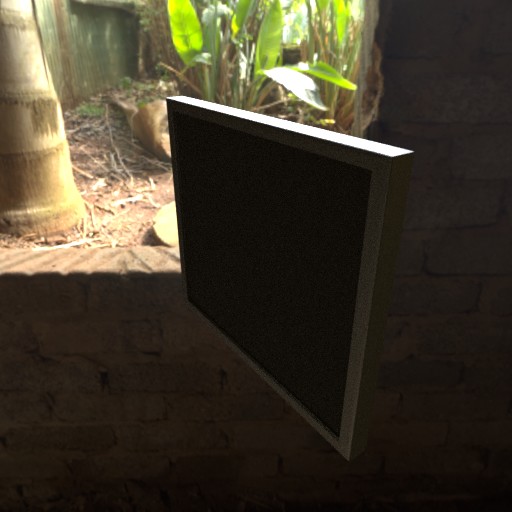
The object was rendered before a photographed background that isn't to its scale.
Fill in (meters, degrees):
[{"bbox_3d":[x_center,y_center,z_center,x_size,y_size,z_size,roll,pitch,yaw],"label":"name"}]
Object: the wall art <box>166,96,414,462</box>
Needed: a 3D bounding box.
[{"bbox_3d":[0.000,0.000,0.544,0.028,0.330,0.380,-18,32,-31],"label":"wall art"}]
